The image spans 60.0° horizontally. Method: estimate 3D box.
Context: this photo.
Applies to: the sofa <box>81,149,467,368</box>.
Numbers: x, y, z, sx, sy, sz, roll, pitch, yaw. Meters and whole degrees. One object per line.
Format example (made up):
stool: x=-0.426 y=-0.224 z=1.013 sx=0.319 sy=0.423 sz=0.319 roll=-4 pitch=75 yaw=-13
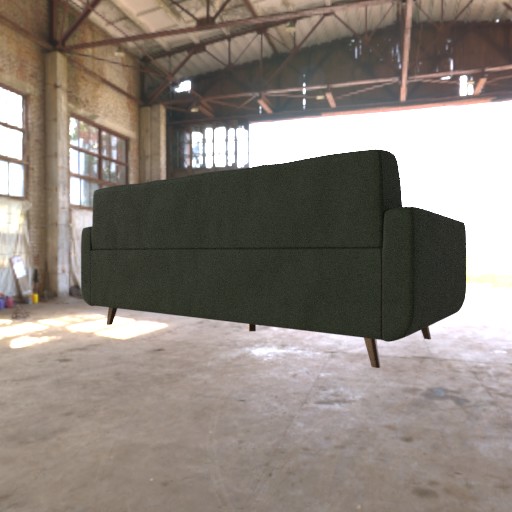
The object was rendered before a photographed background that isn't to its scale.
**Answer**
sofa: x=0.000 y=0.000 z=2.491 sx=2.029 sy=0.841 sz=0.909 roll=0 pitch=0 yaw=37
